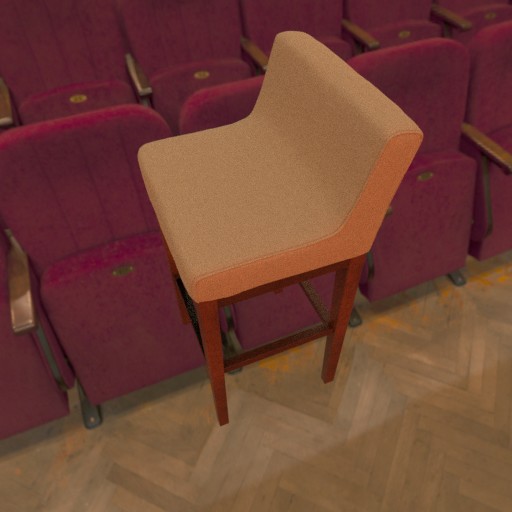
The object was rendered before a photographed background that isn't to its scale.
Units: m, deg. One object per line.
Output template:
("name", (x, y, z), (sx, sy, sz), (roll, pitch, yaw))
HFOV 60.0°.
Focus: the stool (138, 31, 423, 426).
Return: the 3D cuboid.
("stool", (0.000, 0.000, 1.289), (0.500, 1.037, 0.511), (-17, 50, -15))
